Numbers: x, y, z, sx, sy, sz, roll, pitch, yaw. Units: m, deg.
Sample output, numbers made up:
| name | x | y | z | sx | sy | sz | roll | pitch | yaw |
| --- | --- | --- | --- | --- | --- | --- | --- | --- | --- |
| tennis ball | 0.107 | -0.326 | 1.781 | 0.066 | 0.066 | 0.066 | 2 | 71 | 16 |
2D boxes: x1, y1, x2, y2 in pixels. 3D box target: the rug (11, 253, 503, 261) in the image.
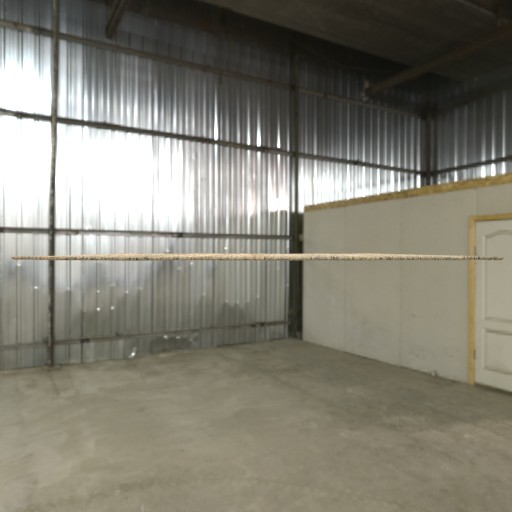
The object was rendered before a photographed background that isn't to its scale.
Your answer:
| name | x | y | z | sx | sy | sz | roll | pitch | yaw |
| --- | --- | --- | --- | --- | --- | --- | --- | --- | --- |
| rug | 0.000 | 0.000 | 4.083 | 3.199 | 0.036 | 2.414 | 0 | 1 | -1 |
